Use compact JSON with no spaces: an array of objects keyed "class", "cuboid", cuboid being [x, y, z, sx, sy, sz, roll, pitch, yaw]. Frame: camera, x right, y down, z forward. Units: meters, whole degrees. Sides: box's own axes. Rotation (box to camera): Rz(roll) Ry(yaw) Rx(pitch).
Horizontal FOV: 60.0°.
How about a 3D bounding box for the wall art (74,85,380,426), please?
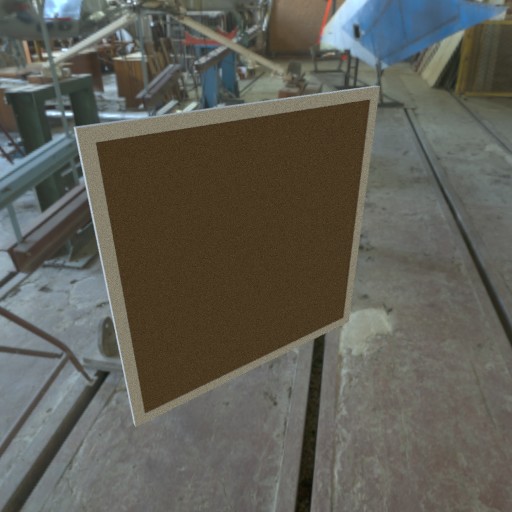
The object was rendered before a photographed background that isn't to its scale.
[{"class":"wall art","cuboid":[0.000,0.000,1.220,0.812,0.812,0.015,-19,35,-29]}]
